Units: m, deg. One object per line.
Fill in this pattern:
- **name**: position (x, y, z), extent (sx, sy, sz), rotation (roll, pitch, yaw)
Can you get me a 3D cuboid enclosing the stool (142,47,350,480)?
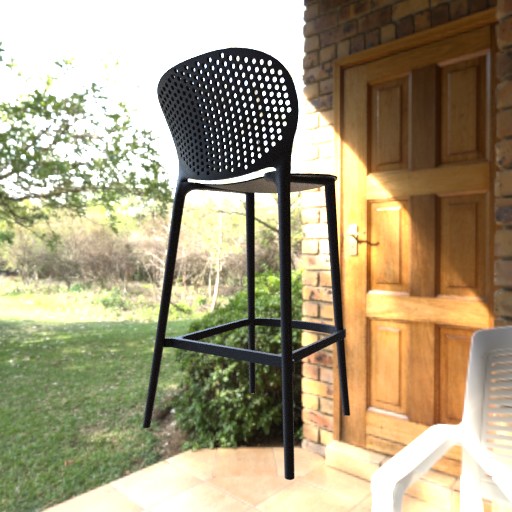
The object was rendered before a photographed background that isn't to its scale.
- **stool**: position (0.000, 0.000, 1.366), extent (0.536, 1.045, 0.535), rotation (0, 1, 36)
